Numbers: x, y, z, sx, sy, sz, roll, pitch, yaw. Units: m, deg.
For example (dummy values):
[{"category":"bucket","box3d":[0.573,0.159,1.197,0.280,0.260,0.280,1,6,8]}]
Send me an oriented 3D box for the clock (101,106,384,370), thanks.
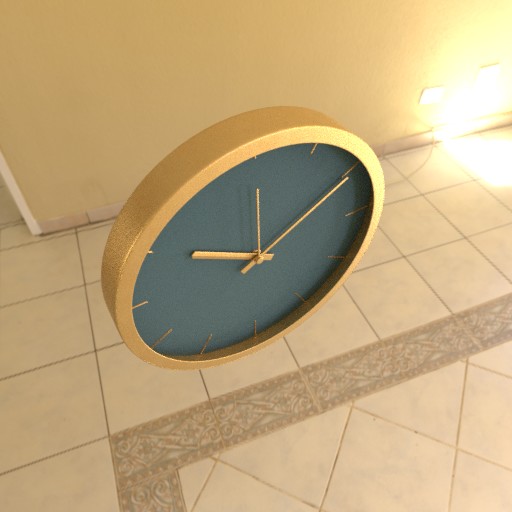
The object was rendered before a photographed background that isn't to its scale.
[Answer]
[{"category":"clock","box3d":[0.000,0.000,0.470,0.314,0.314,0.040,-24,51,-20]}]
